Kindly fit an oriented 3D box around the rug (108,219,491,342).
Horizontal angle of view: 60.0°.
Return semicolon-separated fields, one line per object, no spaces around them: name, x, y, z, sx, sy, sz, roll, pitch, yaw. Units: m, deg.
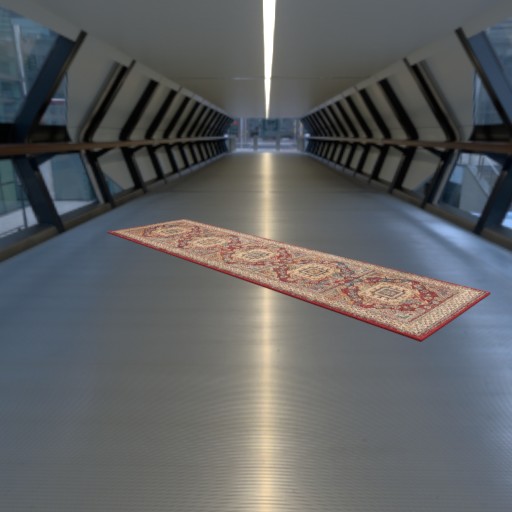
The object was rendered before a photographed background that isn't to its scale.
rug;0.000;0.000;2.521;0.659;0.015;2.292;-15;22;-42
